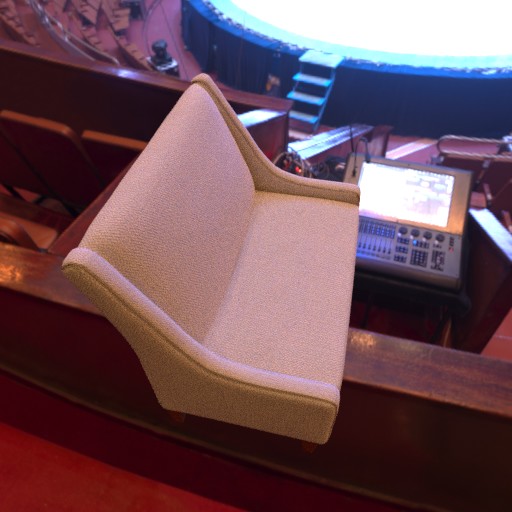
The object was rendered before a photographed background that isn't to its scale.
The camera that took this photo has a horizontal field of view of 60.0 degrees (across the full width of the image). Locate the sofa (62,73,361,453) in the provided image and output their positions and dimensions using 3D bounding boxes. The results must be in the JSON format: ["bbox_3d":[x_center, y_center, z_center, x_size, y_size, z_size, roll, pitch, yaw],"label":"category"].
[{"bbox_3d":[0.000,0.000,1.931,0.870,1.022,1.242,10,48,9],"label":"sofa"}]
